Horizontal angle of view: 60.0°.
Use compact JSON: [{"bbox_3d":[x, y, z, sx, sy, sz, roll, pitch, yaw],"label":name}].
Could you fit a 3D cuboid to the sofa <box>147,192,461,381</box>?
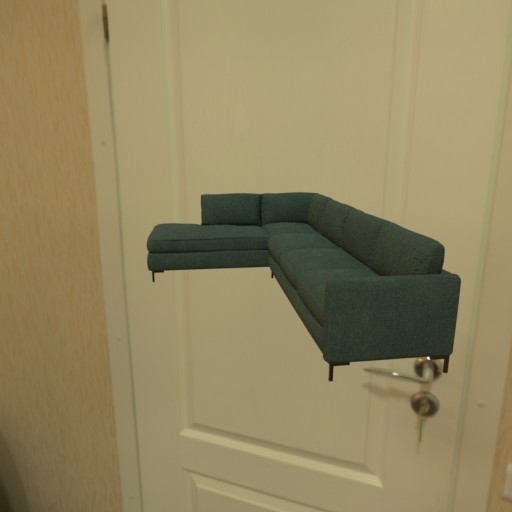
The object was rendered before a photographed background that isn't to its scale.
[{"bbox_3d":[0.000,0.000,3.850,2.007,0.815,2.949,-2,14,-8],"label":"sofa"}]
